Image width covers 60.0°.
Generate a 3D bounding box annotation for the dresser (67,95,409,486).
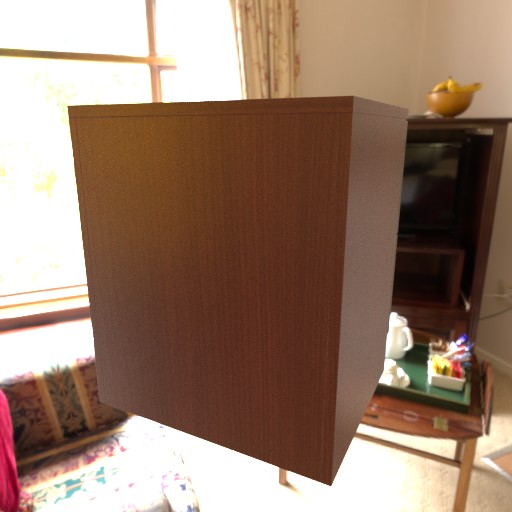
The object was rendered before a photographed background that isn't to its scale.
[{"bbox_3d":[0.000,0.000,0.740,0.400,0.470,0.360,8,18,26],"label":"dresser"}]
